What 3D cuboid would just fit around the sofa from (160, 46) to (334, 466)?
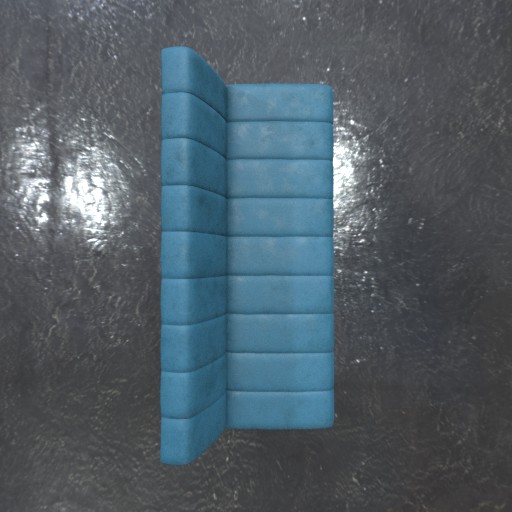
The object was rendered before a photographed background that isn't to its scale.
[{"bbox_3d":[0.000,0.000,2.292,0.830,0.825,1.810,0,89,0],"label":"sofa"}]
